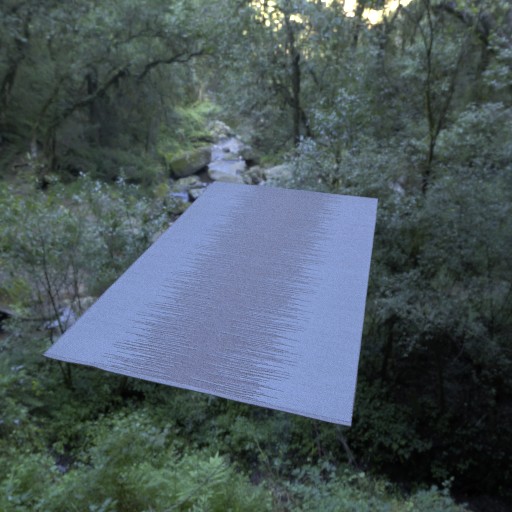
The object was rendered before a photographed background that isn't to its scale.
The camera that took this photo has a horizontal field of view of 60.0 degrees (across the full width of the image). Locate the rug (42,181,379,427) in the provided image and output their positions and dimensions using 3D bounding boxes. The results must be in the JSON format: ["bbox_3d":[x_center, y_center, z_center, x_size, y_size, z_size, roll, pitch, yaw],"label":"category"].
[{"bbox_3d":[0.000,0.000,3.023,1.522,0.012,2.440,8,32,14],"label":"rug"}]
